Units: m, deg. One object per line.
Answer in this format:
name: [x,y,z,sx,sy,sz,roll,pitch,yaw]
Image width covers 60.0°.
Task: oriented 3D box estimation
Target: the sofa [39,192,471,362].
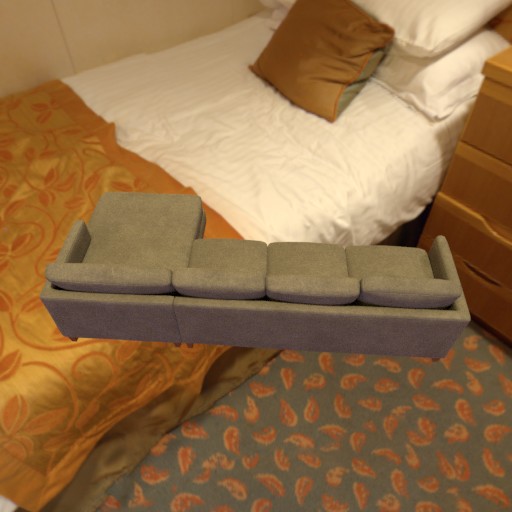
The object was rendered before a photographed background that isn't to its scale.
sofa: [0.000,0.000,4.203,3.471,0.950,1.604,3,49,2]
